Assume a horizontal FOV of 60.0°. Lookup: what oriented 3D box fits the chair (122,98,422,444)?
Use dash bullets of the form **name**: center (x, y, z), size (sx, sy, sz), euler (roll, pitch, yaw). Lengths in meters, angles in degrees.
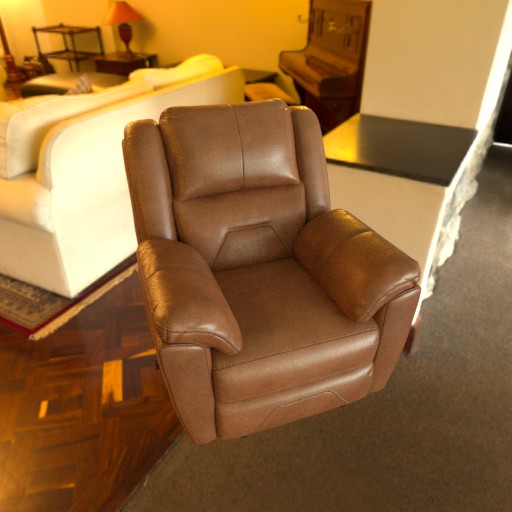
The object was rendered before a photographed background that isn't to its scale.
- **chair**: center (0.000, 0.000, 1.889), size (0.990, 1.093, 1.041), euler (-11, 34, -16)
